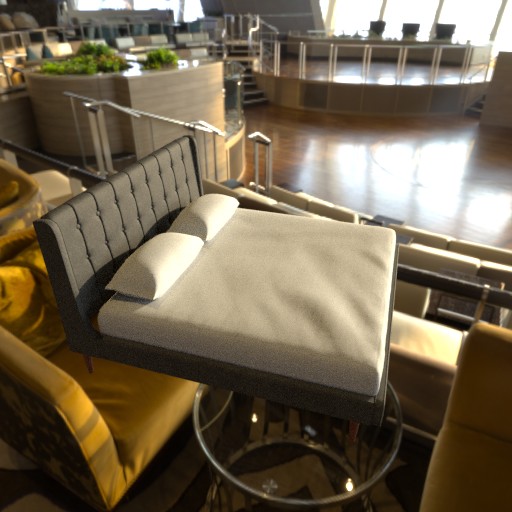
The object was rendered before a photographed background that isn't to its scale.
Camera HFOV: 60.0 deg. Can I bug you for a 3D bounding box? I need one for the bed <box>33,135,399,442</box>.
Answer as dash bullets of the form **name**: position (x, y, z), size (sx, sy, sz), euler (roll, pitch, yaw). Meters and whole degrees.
- **bed**: position (0.000, 0.000, 2.629), size (1.638, 0.933, 1.531), euler (9, 31, 15)
